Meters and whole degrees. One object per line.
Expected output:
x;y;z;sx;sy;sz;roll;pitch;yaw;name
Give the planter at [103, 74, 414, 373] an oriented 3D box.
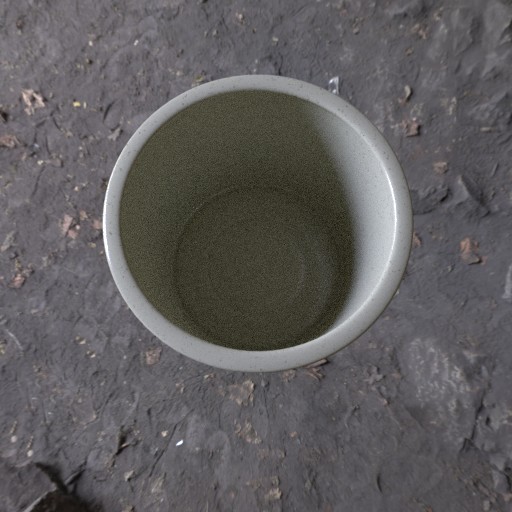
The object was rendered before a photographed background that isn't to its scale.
0.000;0.000;0.328;0.152;0.230;0.159;-18;78;-4;planter
